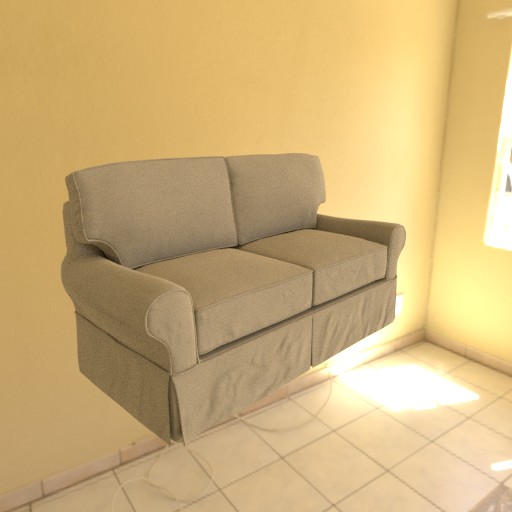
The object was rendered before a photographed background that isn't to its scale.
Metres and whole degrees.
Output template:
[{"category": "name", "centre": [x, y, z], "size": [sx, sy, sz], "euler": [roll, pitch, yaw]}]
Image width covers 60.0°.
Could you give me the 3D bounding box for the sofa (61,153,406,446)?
[{"category": "sofa", "centre": [0.000, 0.000, 2.353], "size": [1.823, 1.024, 0.841], "euler": [-15, 21, -43]}]
